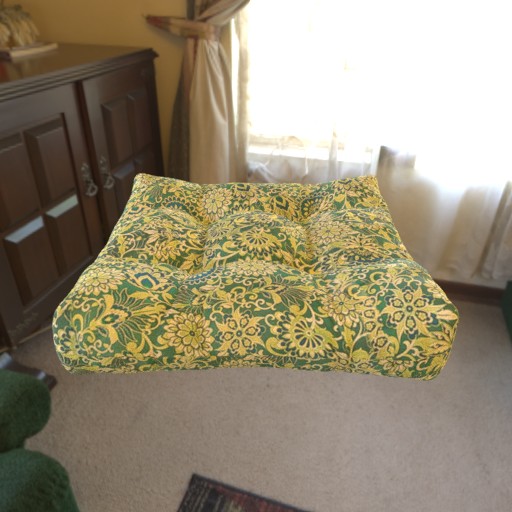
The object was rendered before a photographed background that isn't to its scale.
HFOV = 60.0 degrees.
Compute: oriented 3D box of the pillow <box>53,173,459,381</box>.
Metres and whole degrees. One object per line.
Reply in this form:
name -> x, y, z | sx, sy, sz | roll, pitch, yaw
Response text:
pillow -> 0.000, 0.000, 0.717 | 0.490, 0.128, 0.468 | 0, 31, 0
